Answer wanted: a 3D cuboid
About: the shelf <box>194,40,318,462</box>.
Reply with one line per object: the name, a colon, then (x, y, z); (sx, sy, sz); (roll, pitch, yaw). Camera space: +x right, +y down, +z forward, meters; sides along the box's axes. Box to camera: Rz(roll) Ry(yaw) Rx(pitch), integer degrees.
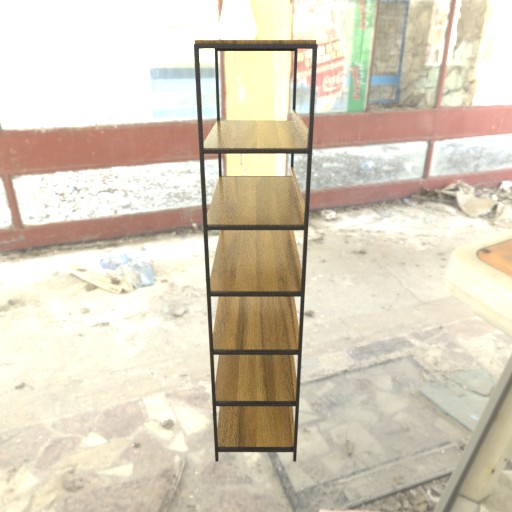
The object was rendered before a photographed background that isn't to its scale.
shelf: (0.000, 0.000, 2.326); (0.431, 2.015, 0.847); (0, 24, 0)
